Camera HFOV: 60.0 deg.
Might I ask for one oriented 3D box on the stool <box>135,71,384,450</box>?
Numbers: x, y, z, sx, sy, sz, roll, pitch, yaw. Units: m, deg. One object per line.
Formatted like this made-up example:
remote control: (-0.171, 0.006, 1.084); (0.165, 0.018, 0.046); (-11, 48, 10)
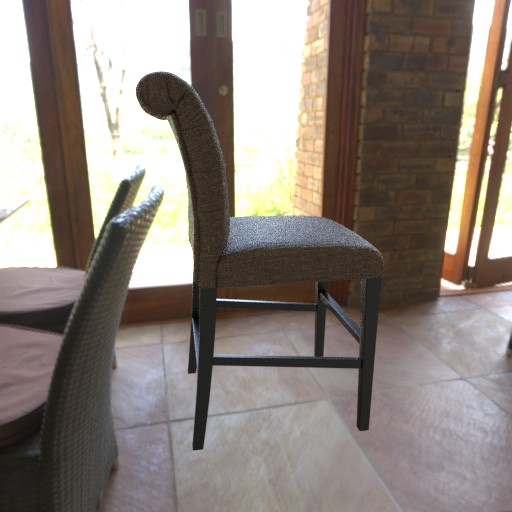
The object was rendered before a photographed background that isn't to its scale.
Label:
stool: (0.000, 0.000, 1.317); (0.611, 0.970, 0.457); (-3, 16, -10)
